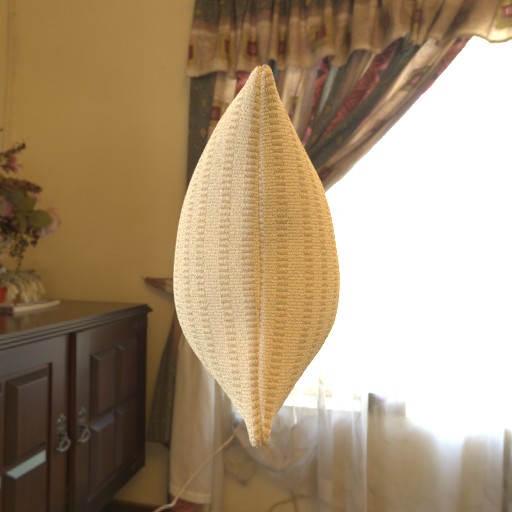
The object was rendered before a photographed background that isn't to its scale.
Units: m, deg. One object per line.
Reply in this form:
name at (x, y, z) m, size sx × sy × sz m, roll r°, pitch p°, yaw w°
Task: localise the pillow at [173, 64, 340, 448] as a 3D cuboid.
pillow at (0.000, 0.000, 0.694) m, size 0.247 × 0.419 × 0.438 m, roll 0°, pitch 0°, yaw -2°
